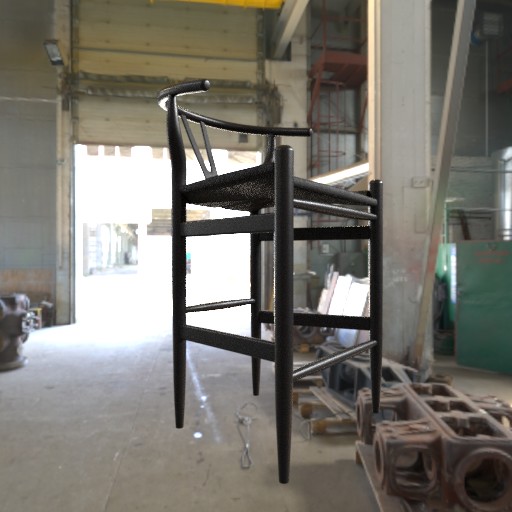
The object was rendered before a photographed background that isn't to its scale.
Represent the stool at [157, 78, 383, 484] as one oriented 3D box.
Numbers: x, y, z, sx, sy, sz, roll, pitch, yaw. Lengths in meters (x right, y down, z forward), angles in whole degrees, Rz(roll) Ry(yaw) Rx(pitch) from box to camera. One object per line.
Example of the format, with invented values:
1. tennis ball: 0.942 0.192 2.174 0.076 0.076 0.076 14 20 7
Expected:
1. stool: 0.000 0.000 1.324 0.579 0.970 0.569 0 0 36
